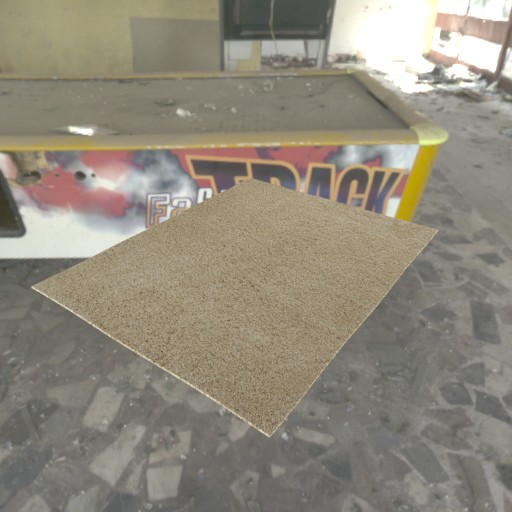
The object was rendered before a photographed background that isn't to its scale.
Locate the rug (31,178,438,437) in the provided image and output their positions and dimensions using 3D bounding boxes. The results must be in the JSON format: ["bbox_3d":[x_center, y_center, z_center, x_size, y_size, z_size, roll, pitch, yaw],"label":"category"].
[{"bbox_3d":[0.000,0.000,4.088,2.400,0.025,3.000,21,37,30],"label":"rug"}]
